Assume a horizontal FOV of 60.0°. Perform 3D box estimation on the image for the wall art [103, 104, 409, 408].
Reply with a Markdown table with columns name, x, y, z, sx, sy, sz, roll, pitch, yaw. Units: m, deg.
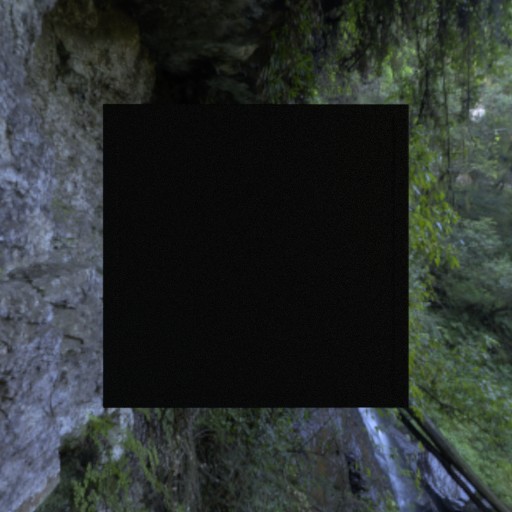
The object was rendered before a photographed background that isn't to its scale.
| name | x | y | z | sx | sy | sz | roll | pitch | yaw |
| --- | --- | --- | --- | --- | --- | --- | --- | --- | --- |
| wall art | 0.000 | 0.000 | 0.820 | 0.562 | 0.558 | 0.012 | 0 | 0 | 0 |
